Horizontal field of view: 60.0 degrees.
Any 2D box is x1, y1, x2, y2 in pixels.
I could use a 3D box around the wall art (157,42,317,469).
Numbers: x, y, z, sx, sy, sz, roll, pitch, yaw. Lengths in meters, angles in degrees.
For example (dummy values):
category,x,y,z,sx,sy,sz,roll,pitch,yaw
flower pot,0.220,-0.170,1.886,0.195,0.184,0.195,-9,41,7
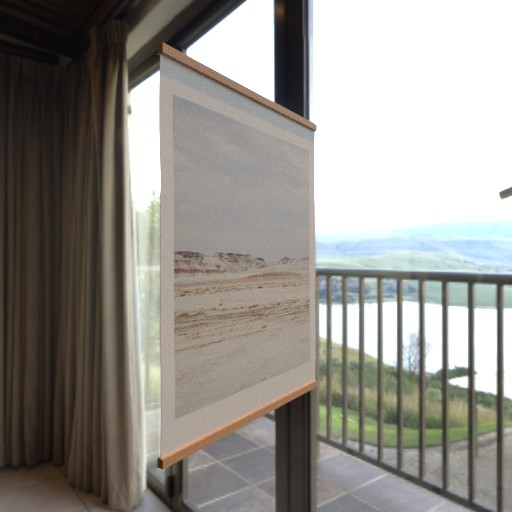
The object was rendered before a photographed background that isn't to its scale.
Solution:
category,x,y,z,sx,sy,sz,roll,pitch,yaw
wall art,0.000,0.000,0.695,0.010,0.507,0.404,0,0,34
